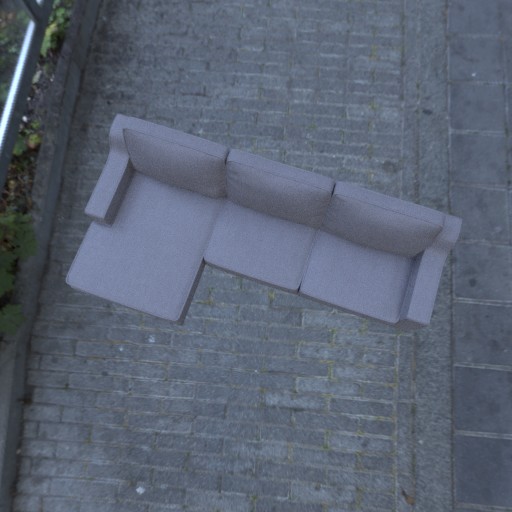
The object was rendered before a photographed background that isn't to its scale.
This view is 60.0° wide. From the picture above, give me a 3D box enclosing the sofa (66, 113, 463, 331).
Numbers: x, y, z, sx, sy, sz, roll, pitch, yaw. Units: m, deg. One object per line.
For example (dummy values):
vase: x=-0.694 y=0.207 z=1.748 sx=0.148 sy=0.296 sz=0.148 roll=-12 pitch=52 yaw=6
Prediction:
sofa: x=0.000 y=0.000 z=3.248 sx=2.561 sy=0.928 sz=1.294 roll=18 pitch=76 yaw=5
